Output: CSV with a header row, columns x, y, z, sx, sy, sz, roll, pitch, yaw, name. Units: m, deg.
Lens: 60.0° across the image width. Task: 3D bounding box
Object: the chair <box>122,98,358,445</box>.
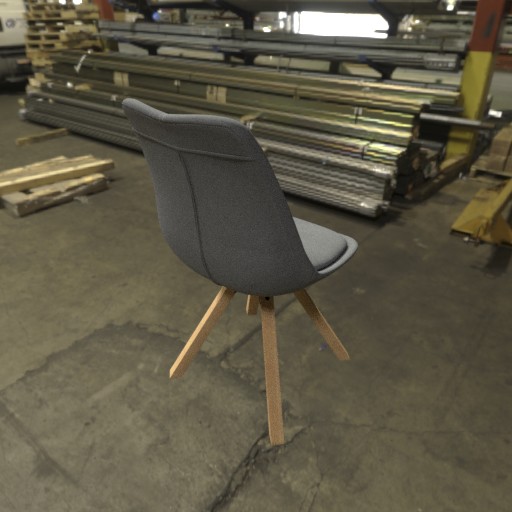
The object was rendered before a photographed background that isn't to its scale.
x,y,z,sx,sy,sz,roll,pitch,yaw,name
0.000,0.000,1.190,0.474,0.863,0.549,22,37,32,chair
